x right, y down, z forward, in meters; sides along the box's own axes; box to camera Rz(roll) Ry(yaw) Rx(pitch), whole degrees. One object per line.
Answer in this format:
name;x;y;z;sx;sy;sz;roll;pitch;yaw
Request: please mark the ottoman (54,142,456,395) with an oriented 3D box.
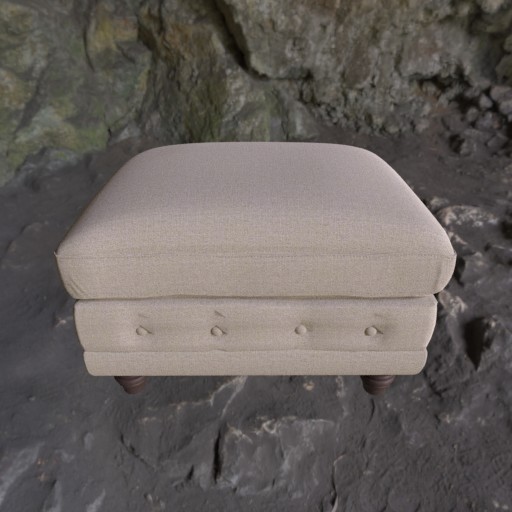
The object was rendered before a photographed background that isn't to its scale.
ottoman;0.000;0.000;1.027;0.684;0.463;0.541;0;28;0
